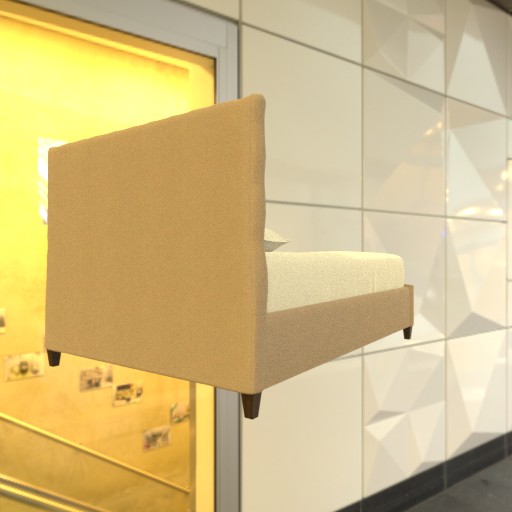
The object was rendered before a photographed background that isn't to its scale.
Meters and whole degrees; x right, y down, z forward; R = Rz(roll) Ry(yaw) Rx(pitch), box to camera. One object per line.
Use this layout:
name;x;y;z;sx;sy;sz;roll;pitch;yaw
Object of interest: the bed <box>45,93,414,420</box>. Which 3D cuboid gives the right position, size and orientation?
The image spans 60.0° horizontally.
bed;0.000;0.000;3.350;1.698;1.427;2.387;0;0;36
